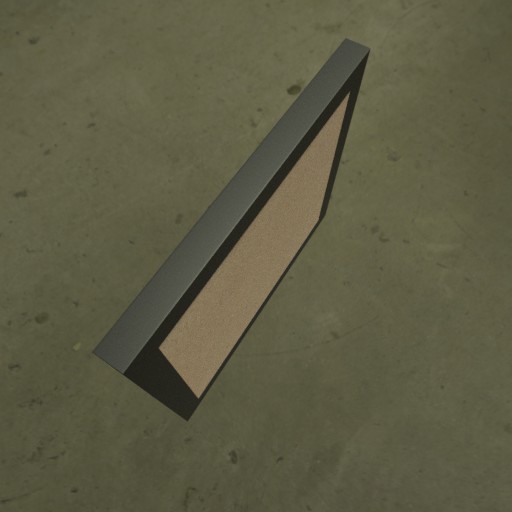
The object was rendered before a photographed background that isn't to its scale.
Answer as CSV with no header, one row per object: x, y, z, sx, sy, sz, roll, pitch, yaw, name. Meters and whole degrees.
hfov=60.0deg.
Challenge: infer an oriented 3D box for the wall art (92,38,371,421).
0.000,0.000,0.520,0.028,0.321,0.381,30,68,14,wall art
